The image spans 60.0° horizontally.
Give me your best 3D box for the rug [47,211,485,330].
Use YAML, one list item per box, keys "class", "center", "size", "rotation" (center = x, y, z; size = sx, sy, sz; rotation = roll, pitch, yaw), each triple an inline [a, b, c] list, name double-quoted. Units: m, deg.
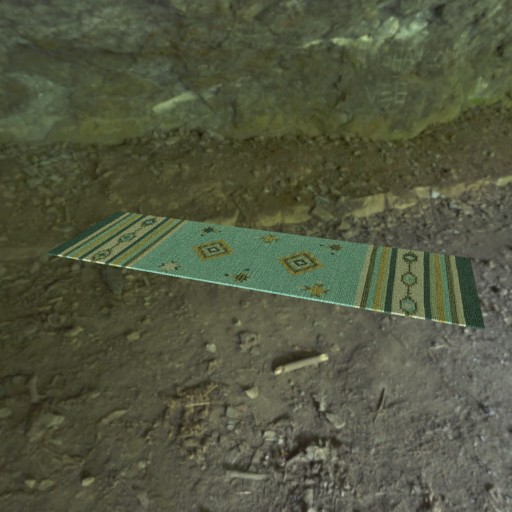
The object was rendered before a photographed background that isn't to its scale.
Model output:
- class: "rug"
  center: [0.000, 0.000, 2.673]
  size: [2.441, 0.010, 0.744]
  rotation: [9, 28, 16]
